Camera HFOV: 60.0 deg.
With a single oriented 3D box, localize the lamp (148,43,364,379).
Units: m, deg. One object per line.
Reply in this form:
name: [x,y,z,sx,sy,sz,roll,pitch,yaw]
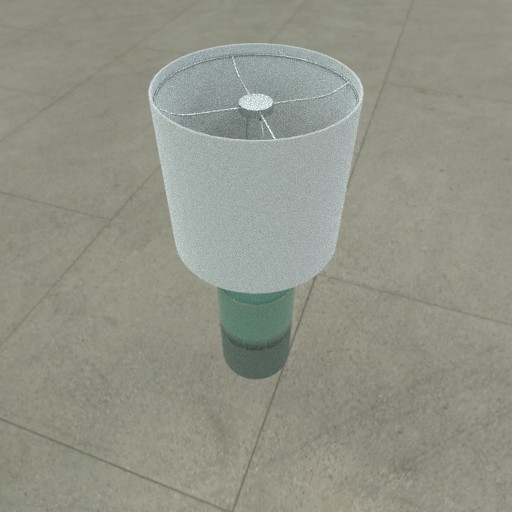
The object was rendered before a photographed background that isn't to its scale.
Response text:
lamp: [0.000,0.000,0.619,0.212,0.493,0.212,-11,47,-11]
